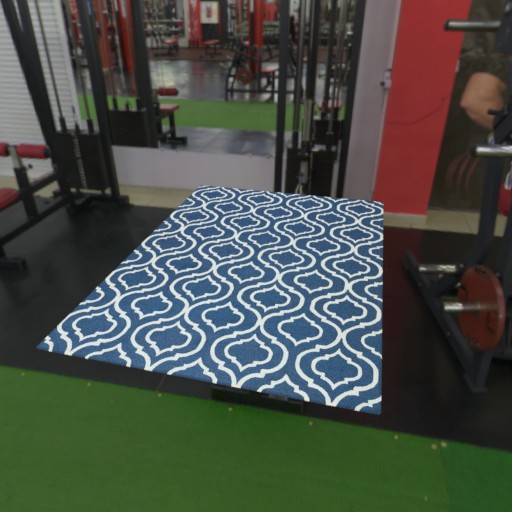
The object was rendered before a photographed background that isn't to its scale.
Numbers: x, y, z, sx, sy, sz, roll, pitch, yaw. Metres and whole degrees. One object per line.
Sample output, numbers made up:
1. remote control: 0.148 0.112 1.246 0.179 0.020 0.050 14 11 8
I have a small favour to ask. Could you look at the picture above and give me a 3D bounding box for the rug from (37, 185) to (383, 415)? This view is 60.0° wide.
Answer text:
1. rug: 0.000 0.000 2.747 1.524 0.010 2.134 7 30 12
